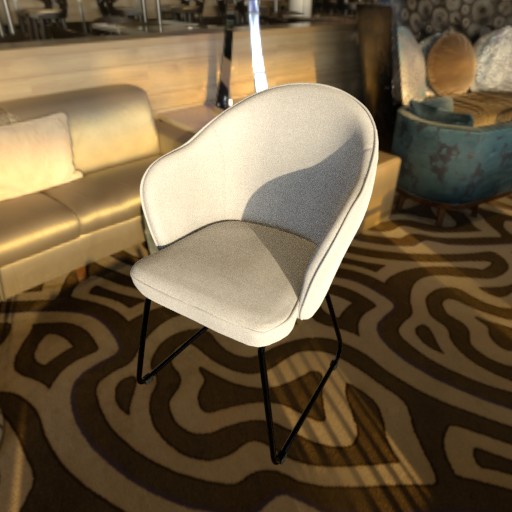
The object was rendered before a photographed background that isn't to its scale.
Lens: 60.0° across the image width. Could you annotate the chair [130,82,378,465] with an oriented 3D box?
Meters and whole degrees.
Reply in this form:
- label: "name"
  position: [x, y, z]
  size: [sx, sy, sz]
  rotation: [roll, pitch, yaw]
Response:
- label: "chair"
  position: [0.000, 0.000, 1.222]
  size: [0.570, 0.817, 0.592]
  rotation: [18, 36, 27]
